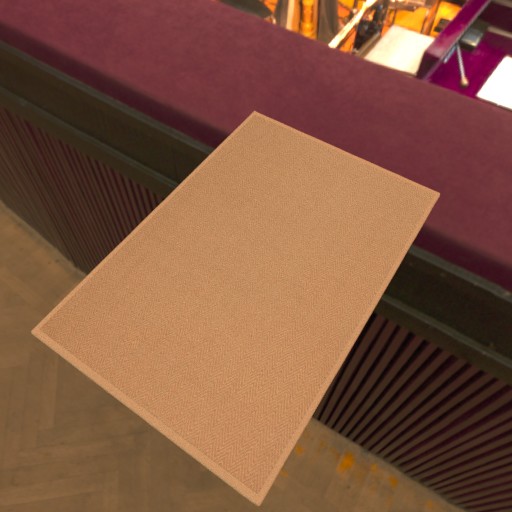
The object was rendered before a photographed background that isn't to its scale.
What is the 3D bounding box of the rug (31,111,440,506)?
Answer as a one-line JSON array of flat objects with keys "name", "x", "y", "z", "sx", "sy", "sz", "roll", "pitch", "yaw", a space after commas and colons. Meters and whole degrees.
[{"name": "rug", "x": 0.000, "y": 0.000, "z": 2.745, "sx": 1.532, "sy": 0.017, "sz": 2.244, "roll": 29, "pitch": 62, "yaw": 18}]
